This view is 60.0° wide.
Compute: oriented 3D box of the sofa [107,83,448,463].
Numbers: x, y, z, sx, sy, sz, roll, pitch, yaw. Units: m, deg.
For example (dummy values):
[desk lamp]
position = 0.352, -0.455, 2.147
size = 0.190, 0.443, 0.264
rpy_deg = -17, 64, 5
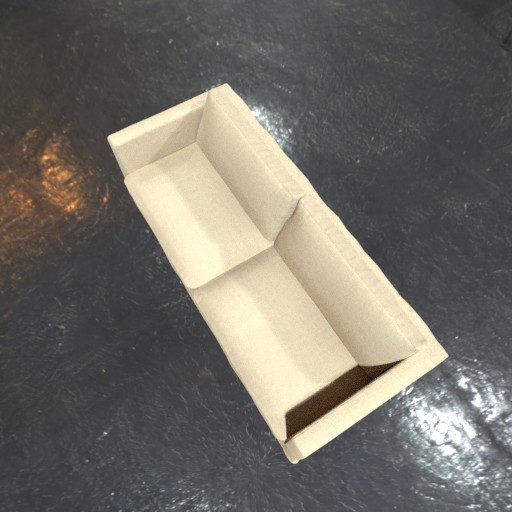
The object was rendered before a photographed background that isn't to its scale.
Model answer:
[sofa]
position = 0.000, 0.000, 2.854
size = 0.962, 0.853, 2.312
rpy_deg = -29, 68, -13
